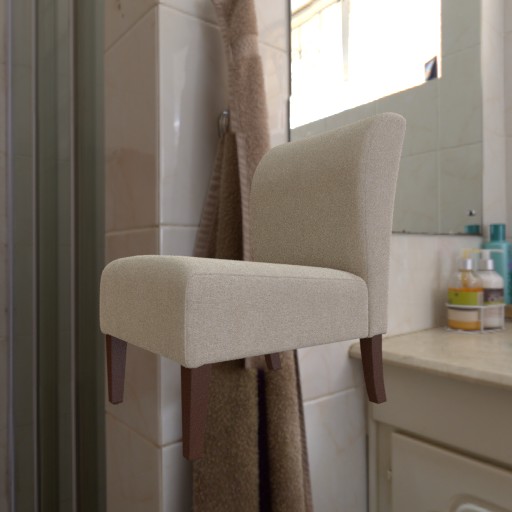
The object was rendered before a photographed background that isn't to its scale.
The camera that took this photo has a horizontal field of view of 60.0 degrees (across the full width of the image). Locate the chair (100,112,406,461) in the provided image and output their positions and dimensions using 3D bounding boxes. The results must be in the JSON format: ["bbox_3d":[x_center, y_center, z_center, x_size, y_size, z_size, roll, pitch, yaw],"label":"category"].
[{"bbox_3d":[0.000,0.000,1.281,0.754,0.833,0.521,0,0,-37],"label":"chair"}]
